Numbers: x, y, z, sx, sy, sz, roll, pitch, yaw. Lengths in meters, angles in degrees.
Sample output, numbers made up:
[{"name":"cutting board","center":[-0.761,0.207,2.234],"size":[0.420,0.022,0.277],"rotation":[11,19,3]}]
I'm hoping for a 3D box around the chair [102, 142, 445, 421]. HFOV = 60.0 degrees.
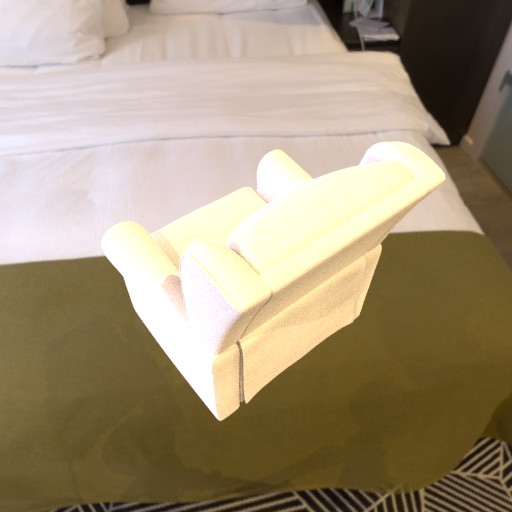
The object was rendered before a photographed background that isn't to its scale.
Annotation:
[{"name":"chair","center":[0.000,0.000,1.695],"size":[0.906,0.967,0.854],"rotation":[-31,55,-25]}]
